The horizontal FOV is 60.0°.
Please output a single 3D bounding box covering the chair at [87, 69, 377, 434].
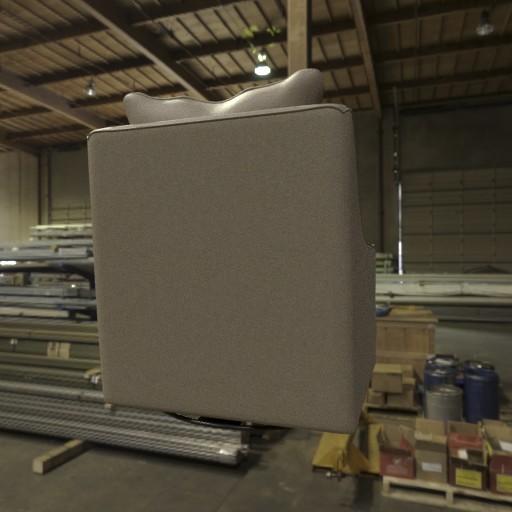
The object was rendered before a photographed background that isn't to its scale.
[{"bbox_3d":[0.000,0.000,1.539,0.760,0.942,0.876,0,0,19],"label":"chair"}]
